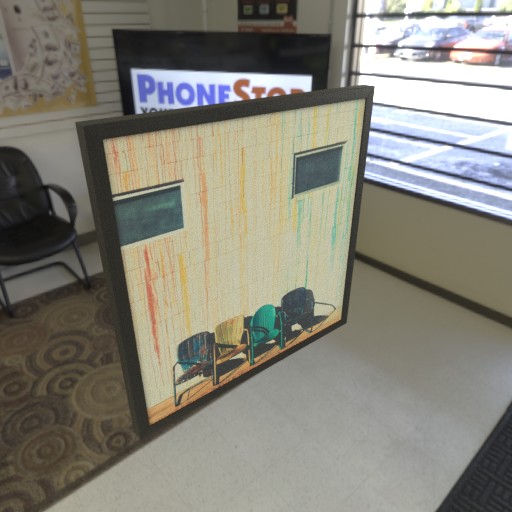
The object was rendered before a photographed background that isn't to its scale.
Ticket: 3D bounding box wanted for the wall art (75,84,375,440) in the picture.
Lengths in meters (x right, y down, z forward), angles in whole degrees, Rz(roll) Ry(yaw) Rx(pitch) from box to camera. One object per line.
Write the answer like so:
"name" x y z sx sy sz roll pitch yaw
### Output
"wall art" 0.000 0.000 1.136 0.763 0.763 0.039 -21 35 -33
